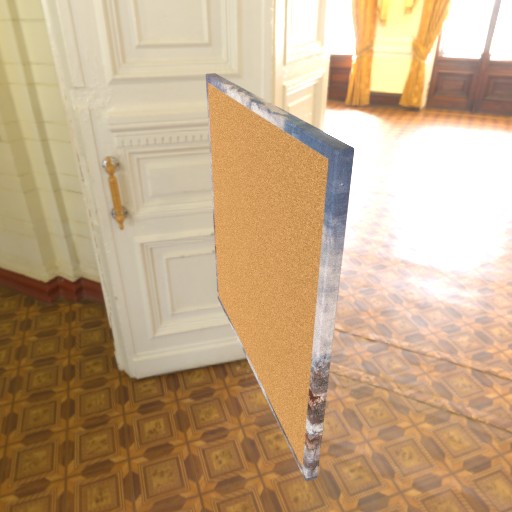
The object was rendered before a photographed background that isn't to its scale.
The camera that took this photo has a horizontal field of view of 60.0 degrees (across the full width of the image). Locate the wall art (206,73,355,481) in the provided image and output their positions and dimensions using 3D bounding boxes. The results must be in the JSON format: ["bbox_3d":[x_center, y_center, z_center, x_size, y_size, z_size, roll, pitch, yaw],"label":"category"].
[{"bbox_3d":[0.000,0.000,1.497,0.040,1.020,1.010,-10,32,-17],"label":"wall art"}]
